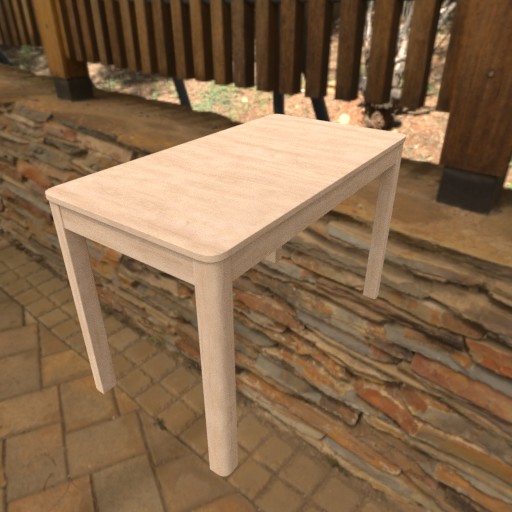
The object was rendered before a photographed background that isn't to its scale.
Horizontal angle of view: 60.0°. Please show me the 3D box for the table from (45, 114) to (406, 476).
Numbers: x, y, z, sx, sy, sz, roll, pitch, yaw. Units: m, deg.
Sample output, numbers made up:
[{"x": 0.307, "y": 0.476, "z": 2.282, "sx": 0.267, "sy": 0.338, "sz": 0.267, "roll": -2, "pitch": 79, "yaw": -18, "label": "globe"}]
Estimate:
[{"x": 0.000, "y": 0.000, "z": 1.985, "sx": 0.750, "sy": 0.900, "sz": 1.400, "roll": 20, "pitch": 36, "yaw": 30, "label": "table"}]
